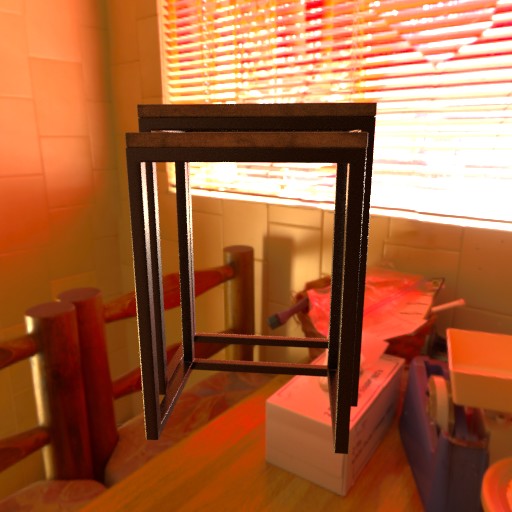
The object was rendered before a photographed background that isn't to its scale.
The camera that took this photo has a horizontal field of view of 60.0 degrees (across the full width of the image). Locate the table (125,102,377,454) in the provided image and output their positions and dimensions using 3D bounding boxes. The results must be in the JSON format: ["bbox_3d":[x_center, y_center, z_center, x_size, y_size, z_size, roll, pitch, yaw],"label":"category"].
[{"bbox_3d":[0.000,0.000,0.958,0.456,0.615,0.460,2,15,8],"label":"table"}]
